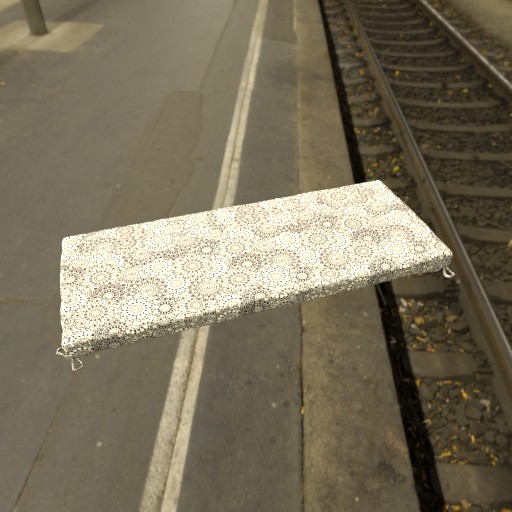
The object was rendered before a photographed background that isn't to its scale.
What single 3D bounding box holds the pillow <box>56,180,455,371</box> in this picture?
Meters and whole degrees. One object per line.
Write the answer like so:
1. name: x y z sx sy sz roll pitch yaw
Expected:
1. pillow: 0.000 0.000 1.385 1.187 0.081 0.492 -12 42 -13
